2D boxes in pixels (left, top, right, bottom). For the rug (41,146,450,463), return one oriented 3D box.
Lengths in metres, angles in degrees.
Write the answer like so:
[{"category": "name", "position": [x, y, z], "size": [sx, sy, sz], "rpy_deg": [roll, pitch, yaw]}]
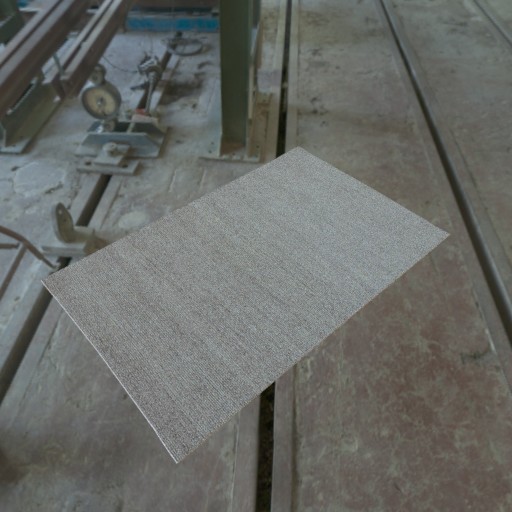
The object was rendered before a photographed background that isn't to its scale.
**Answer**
[{"category": "rug", "position": [0.000, 0.000, 2.278], "size": [1.792, 0.021, 1.154], "rpy_deg": [-33, 54, -27]}]
